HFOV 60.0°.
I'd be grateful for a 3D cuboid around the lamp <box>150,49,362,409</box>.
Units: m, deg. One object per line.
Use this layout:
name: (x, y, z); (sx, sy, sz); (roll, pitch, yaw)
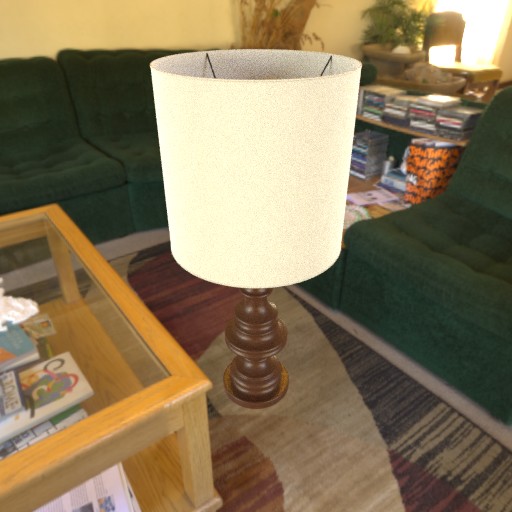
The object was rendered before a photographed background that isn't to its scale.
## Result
lamp: (0.000, 0.000, 0.562); (0.208, 0.455, 0.208); (21, 37, 30)
